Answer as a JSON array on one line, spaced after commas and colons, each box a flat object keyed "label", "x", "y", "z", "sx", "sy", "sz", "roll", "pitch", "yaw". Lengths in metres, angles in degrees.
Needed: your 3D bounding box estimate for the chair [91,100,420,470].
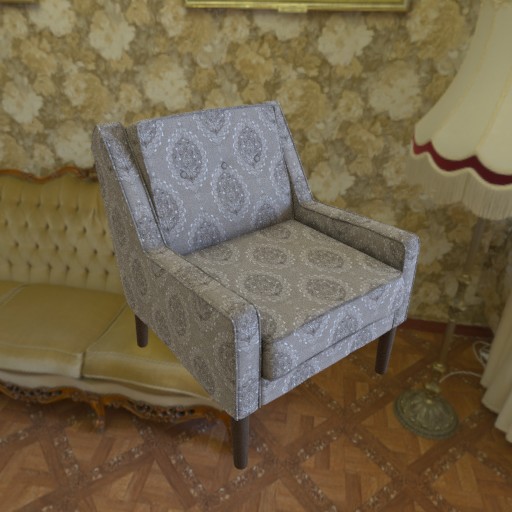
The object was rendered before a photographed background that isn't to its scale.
[{"label": "chair", "x": 0.000, "y": 0.000, "z": 1.352, "sx": 0.665, "sy": 0.797, "sz": 0.750, "roll": -20, "pitch": 35, "yaw": -32}]
